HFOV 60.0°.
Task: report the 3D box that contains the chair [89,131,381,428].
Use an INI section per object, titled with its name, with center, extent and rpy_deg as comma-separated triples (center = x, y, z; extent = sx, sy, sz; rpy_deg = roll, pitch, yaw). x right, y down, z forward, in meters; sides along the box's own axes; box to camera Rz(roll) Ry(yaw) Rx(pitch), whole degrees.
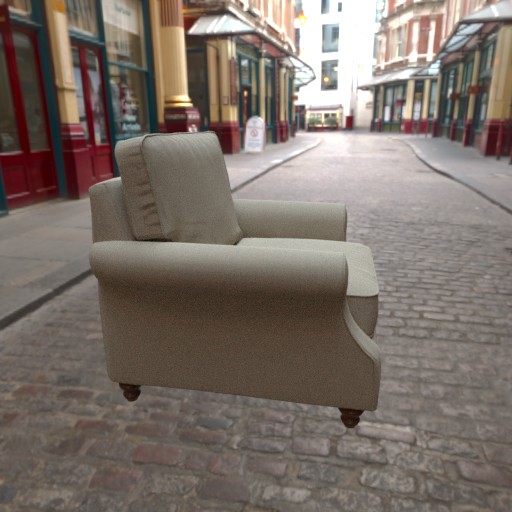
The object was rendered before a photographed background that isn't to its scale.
[chair]
center = 0.000, 0.000, 1.800
extent = 0.966, 0.967, 1.029
rpy_deg = 3, 17, 10
